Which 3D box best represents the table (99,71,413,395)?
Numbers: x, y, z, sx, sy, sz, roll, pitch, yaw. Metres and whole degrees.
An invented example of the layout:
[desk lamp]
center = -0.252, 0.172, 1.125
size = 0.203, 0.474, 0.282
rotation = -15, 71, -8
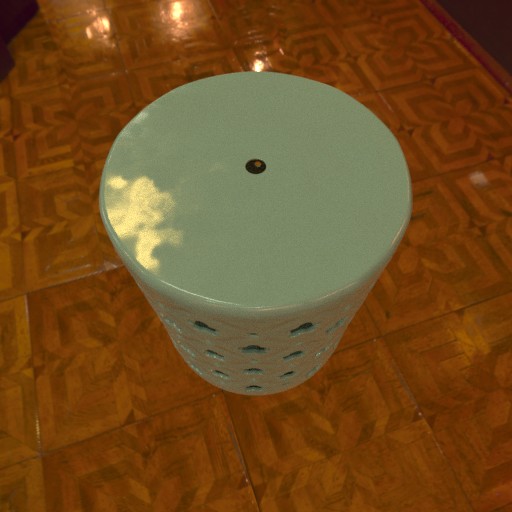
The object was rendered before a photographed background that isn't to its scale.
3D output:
[table]
center = 0.000, 0.000, 0.658
size = 0.352, 0.387, 0.352
rotation = 0, 59, 0
